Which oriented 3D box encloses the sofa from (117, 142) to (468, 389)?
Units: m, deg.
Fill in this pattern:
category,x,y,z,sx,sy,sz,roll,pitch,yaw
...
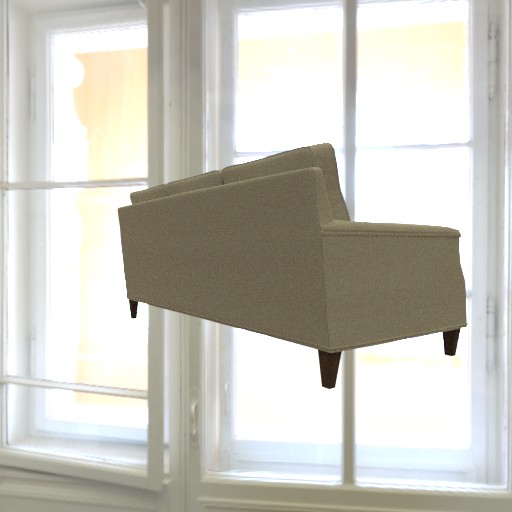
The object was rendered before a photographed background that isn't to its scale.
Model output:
category,x,y,z,sx,sy,sz,roll,pitch,yaw
sofa,0.000,0.000,2.844,1.084,1.003,2.246,-1,1,-36
